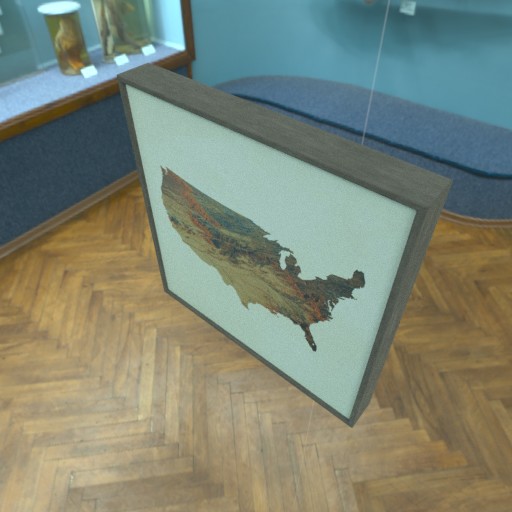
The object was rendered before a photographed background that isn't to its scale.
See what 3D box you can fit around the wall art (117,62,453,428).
[{"bbox_3d":[0.000,0.000,0.452,0.303,0.302,0.038,31,52,27],"label":"wall art"}]
